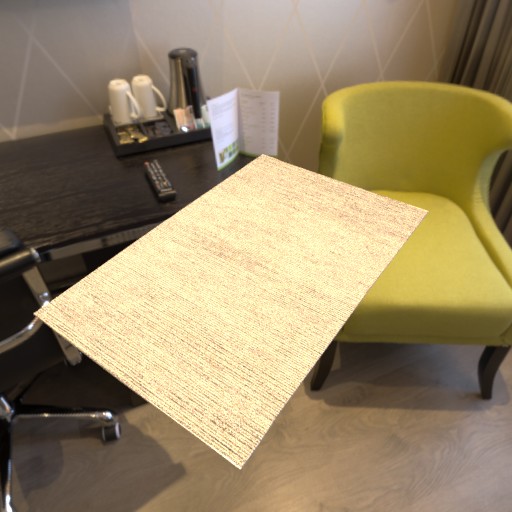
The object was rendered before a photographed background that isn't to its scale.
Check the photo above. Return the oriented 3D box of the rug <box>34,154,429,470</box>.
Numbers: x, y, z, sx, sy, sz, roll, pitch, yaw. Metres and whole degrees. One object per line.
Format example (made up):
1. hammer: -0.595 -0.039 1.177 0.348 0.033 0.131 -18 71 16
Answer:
1. rug: 0.000 0.000 2.232 1.149 0.021 1.773 26 48 26
